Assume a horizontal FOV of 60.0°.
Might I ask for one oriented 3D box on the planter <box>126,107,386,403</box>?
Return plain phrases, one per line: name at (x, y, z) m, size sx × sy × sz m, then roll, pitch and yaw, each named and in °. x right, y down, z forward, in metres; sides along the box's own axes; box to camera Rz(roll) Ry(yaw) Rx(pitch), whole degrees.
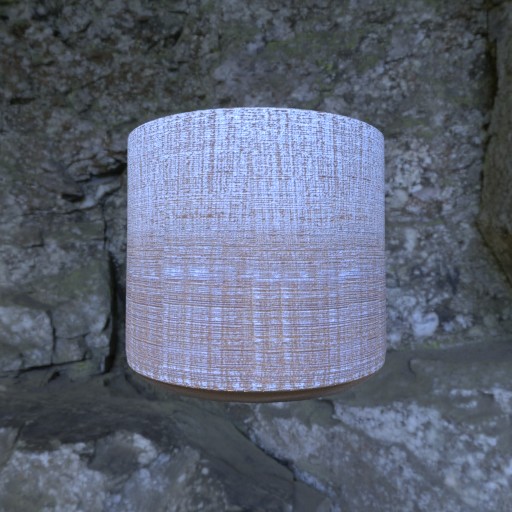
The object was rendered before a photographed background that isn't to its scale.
planter at (0.000, 0.000, 0.192) m, size 0.109 × 0.096 × 0.109 m, roll 0°, pitch 1°, yaw 0°
